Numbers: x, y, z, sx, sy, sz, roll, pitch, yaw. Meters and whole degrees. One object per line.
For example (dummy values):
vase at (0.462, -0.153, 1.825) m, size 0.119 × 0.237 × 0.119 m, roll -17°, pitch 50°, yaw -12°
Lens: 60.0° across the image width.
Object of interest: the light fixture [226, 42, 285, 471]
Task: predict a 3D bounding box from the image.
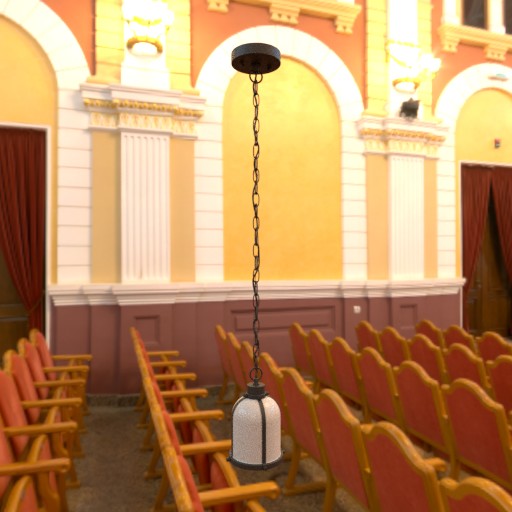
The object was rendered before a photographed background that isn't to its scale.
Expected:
light fixture at (0.000, 0.000, 1.297) m, size 0.178 × 1.181 × 0.178 m, roll 0°, pitch 0°, yaw -18°
